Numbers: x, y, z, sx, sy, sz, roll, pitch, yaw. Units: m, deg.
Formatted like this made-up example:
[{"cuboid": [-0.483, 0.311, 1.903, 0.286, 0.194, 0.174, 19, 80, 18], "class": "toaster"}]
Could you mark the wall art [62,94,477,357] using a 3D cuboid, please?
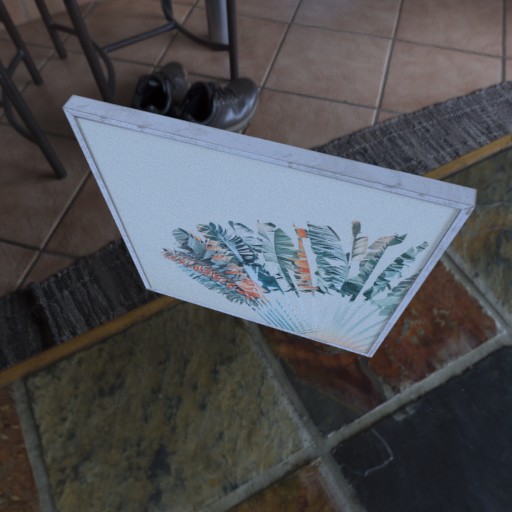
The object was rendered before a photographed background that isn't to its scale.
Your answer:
[{"cuboid": [0.000, 0.000, 1.112, 0.760, 0.757, 0.038, 16, 60, 9], "class": "wall art"}]
